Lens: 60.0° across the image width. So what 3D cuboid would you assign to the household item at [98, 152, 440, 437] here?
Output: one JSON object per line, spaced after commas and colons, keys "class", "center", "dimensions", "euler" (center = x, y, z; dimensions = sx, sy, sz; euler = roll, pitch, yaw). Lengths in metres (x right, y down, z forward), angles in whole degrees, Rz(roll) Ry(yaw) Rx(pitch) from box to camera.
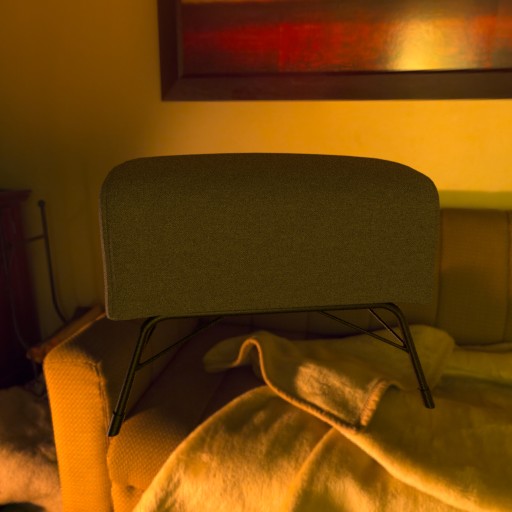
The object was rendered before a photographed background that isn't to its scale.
{"class": "household item", "center": [0.000, 0.000, 0.902], "dimensions": [0.530, 0.410, 0.530], "euler": [-2, 14, -8]}
